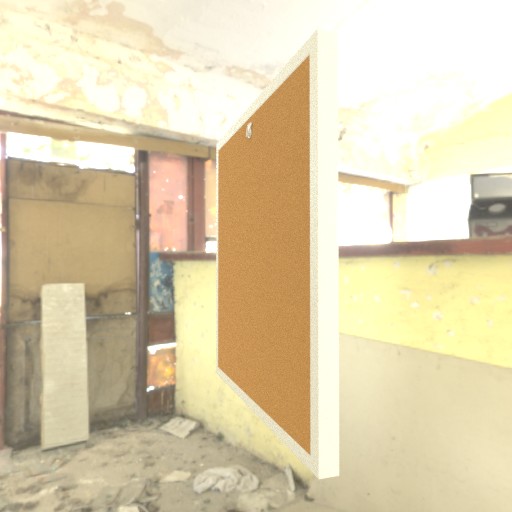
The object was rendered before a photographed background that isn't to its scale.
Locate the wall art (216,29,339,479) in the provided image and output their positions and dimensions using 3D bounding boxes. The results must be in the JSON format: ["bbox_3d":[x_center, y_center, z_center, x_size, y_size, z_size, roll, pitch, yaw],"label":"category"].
[{"bbox_3d":[0.000,0.000,1.114,0.050,0.762,0.761,0,-1,-18],"label":"wall art"}]
